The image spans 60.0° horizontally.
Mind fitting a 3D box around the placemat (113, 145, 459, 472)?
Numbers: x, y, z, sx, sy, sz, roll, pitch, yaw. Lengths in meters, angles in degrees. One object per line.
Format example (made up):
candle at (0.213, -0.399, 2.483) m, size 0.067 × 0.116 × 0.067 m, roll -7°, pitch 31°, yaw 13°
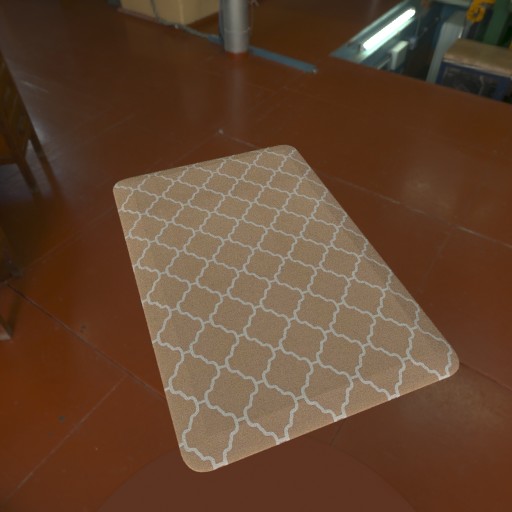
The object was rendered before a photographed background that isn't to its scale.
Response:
placemat at (0.000, 0.000, 0.955) m, size 0.508 × 0.021 × 0.762 m, roll -16°, pitch 49°, yaw -14°
